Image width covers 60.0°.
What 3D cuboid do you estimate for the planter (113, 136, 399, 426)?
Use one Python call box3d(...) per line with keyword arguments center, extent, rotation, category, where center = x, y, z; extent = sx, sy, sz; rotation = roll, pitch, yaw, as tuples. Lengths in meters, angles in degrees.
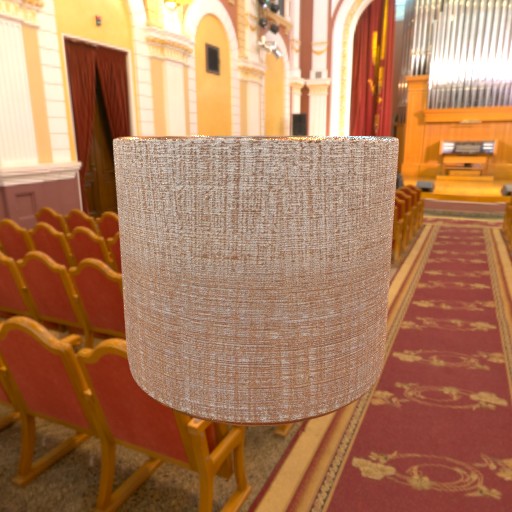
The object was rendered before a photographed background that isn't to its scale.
box3d(center=(0.000, 0.000, 0.302), extent=(0.177, 0.157, 0.177), rotation=(0, 15, 0), category="planter")
